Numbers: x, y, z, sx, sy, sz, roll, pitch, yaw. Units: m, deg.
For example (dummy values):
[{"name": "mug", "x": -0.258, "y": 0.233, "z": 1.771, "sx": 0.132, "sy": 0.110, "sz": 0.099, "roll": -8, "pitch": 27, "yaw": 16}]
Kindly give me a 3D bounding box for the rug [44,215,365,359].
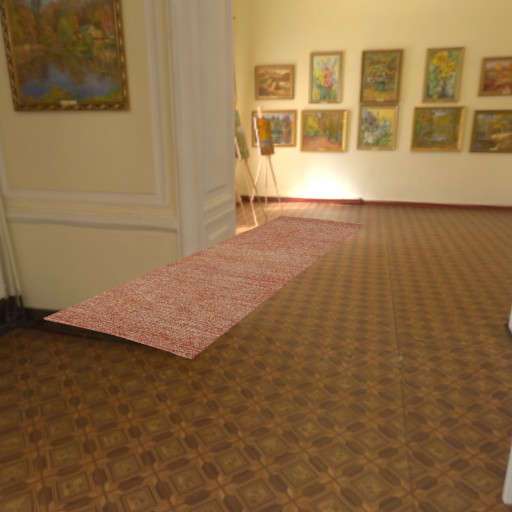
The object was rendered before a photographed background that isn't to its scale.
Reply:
[{"name": "rug", "x": 0.000, "y": 0.000, "z": 2.636, "sx": 0.718, "sy": 0.013, "sz": 2.353, "roll": 8, "pitch": 19, "yaw": 26}]
